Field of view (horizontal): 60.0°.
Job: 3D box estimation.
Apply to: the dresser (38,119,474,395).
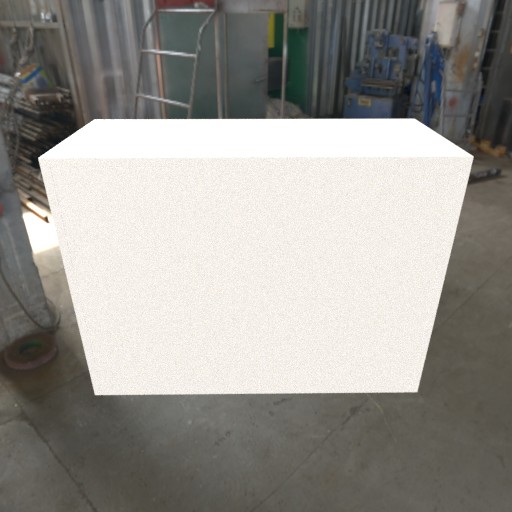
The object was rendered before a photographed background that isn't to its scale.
[{"bbox_3d":[0.000,0.000,1.517,1.100,0.820,0.460,0,29,-1],"label":"dresser"}]
